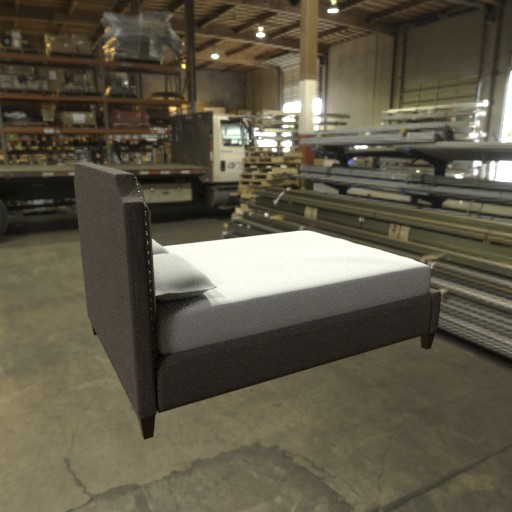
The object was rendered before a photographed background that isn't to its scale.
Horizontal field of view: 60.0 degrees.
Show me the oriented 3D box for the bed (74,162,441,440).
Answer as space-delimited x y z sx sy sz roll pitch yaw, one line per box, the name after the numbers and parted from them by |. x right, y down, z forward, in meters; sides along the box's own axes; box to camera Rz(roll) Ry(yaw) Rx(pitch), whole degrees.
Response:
0.000 0.000 3.519 2.381 1.457 1.713 -8 16 -28 | bed
